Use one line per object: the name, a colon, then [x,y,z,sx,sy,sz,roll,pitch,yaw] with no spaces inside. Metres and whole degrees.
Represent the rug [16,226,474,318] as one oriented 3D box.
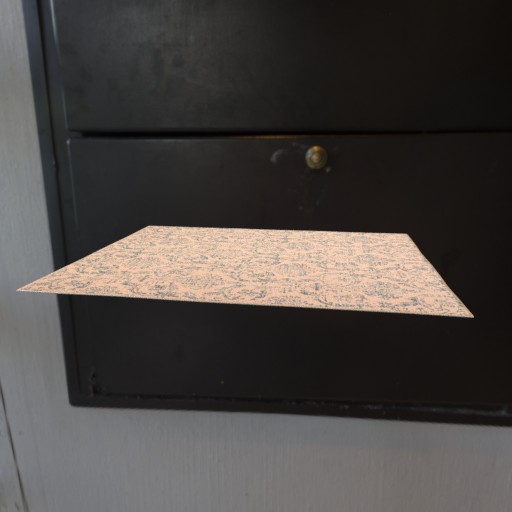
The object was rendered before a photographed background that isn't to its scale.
rug: [0.000,0.000,3.963,2.980,0.012,2.363,2,15,9]
